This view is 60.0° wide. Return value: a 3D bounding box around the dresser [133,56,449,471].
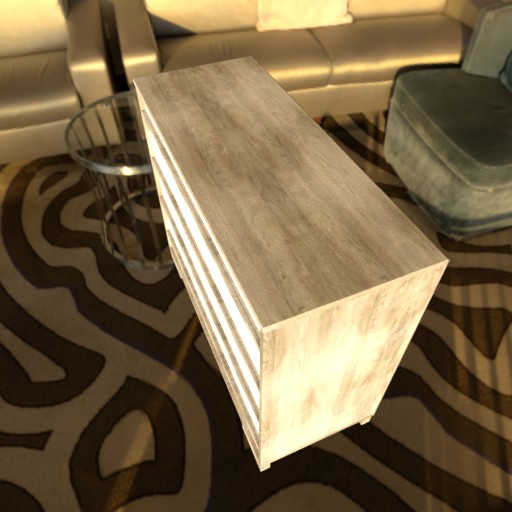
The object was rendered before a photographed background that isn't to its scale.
[{"bbox_3d":[0.000,0.000,1.428,0.404,0.816,0.994,-18,50,-15],"label":"dresser"}]
